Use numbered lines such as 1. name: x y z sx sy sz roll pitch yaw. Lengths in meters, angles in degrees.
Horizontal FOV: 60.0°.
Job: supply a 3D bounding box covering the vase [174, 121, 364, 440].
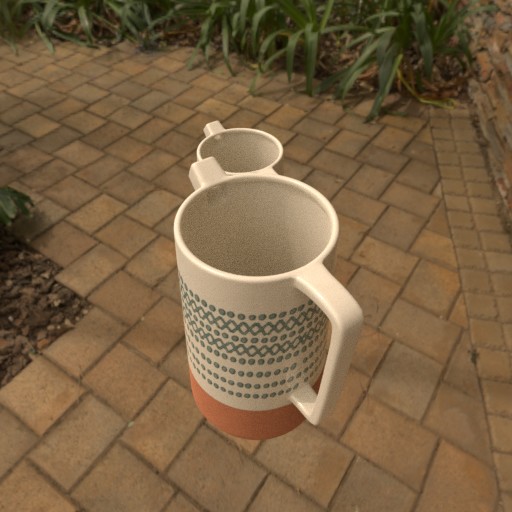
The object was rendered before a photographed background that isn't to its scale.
1. vase: 0.000 0.000 0.465 0.168 0.247 0.326 4 45 4
